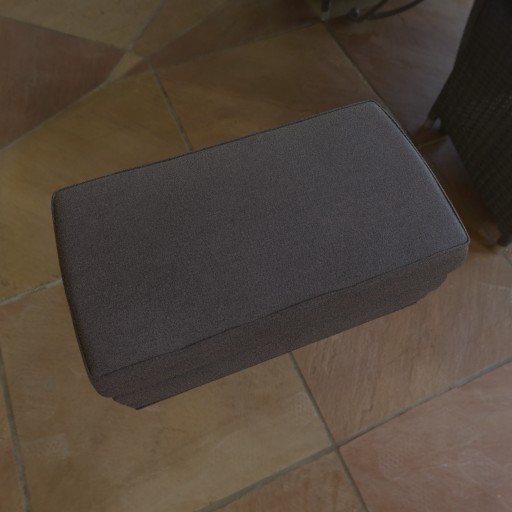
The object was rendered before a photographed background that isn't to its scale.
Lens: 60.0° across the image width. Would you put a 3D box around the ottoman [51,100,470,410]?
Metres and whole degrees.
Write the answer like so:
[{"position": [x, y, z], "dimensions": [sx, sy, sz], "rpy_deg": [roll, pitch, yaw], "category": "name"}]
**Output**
[{"position": [0.000, 0.000, 1.147], "dimensions": [0.864, 0.448, 0.490], "rpy_deg": [-19, 65, -9], "category": "ottoman"}]
